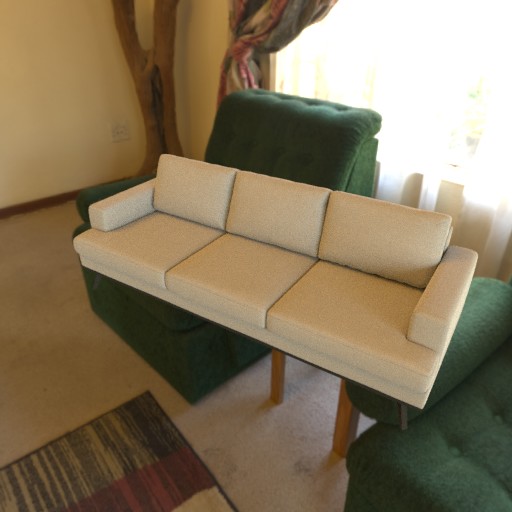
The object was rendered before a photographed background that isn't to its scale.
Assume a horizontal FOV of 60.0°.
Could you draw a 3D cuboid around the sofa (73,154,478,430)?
[{"bbox_3d":[0.000,0.000,2.698,2.310,0.810,0.920,18,34,28],"label":"sofa"}]
